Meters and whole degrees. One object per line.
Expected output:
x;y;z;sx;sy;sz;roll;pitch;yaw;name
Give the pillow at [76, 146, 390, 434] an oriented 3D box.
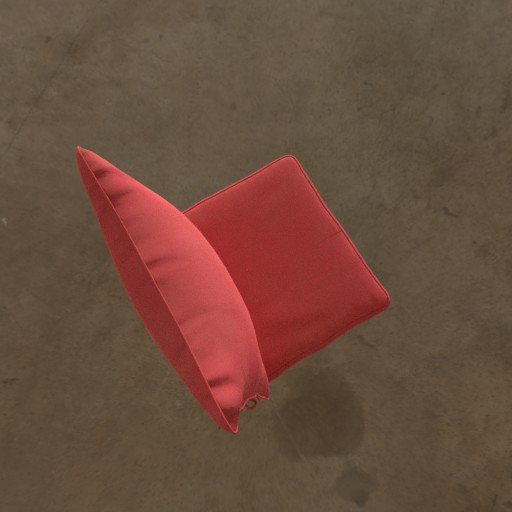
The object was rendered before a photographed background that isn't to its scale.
0.000;0.000;1.368;0.733;0.725;0.798;-30;77;-8;pillow
